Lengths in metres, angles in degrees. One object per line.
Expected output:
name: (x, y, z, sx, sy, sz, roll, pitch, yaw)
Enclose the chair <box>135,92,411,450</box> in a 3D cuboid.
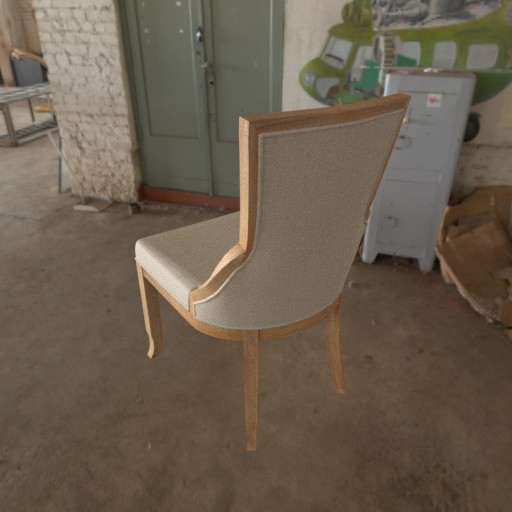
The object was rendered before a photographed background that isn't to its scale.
chair: (0.000, 0.000, 1.321, 0.524, 0.947, 0.641, -19, 34, -31)
